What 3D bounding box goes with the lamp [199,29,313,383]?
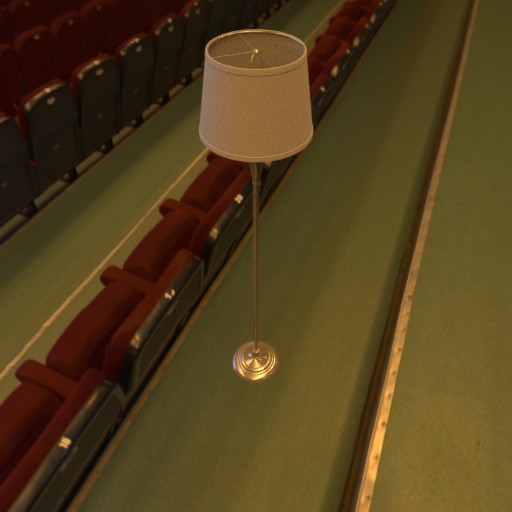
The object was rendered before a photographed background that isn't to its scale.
[{"bbox_3d":[0.000,0.000,1.654,0.327,1.506,0.327,16,48,15],"label":"lamp"}]
